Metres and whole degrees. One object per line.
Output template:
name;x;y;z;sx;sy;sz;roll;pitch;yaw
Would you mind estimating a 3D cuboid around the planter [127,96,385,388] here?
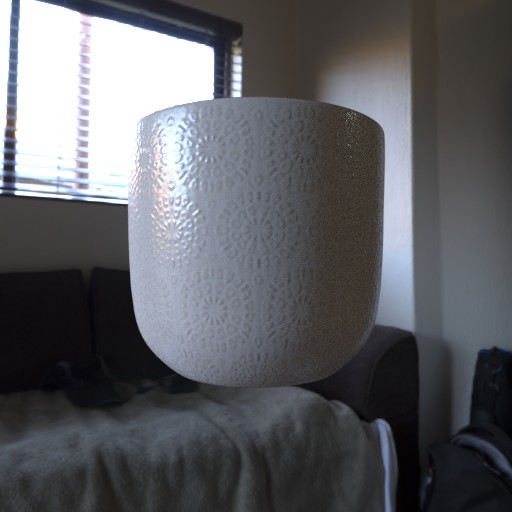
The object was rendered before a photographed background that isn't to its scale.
planter;0.000;0.000;0.370;0.208;0.190;0.208;0;-1;0
